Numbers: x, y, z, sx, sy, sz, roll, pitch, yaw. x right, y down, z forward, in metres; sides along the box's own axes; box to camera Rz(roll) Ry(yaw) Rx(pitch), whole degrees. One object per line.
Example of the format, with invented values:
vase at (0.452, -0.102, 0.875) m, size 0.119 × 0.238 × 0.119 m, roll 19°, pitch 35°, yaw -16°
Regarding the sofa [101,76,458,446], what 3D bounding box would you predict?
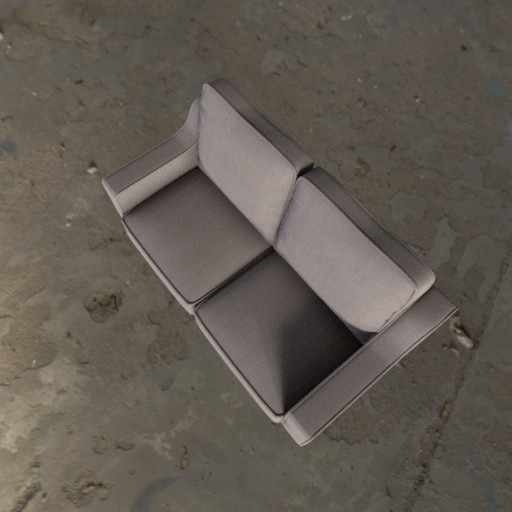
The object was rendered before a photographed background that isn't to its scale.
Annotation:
sofa at (0.000, 0.000, 2.058) m, size 0.791 × 0.948 × 1.500 m, roll -36°, pitch 70°, yaw -16°
